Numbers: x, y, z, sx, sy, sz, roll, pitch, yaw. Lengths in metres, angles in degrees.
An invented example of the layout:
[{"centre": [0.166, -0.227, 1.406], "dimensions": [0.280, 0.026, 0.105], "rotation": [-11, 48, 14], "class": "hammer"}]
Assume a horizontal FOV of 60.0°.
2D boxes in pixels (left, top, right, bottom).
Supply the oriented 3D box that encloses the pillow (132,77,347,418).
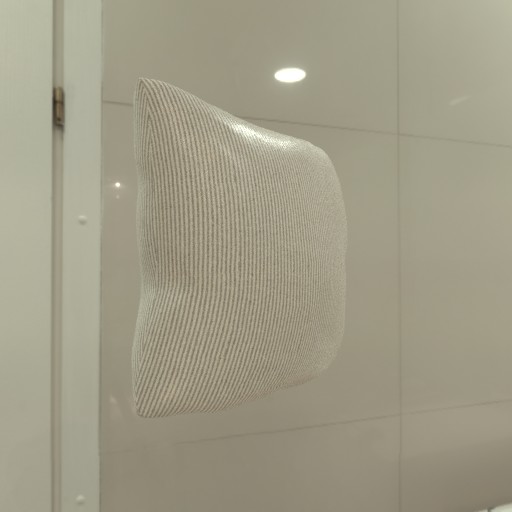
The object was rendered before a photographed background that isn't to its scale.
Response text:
[{"centre": [0.000, 0.000, 0.700], "dimensions": [0.387, 0.432, 0.310], "rotation": [0, -1, -19], "class": "pillow"}]
